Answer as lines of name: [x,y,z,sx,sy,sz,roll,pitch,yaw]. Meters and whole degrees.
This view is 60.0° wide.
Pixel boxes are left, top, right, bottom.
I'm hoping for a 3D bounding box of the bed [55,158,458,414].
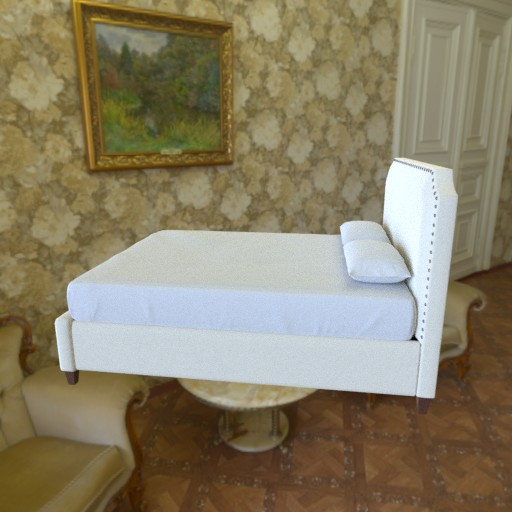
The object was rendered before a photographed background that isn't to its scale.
bed: [0.000,0.000,3.366,2.329,1.415,1.703,2,15,8]
